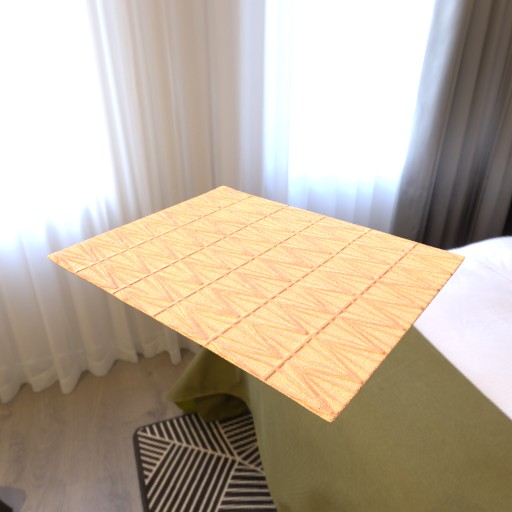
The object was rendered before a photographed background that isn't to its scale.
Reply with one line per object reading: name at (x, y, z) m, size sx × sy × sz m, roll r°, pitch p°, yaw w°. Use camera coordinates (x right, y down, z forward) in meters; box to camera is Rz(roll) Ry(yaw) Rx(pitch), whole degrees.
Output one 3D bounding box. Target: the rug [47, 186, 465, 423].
rug at (0.000, 0.000, 4.113) m, size 3.052 × 0.043 × 2.453 m, roll 21°, pitch 35°, yaw 33°
